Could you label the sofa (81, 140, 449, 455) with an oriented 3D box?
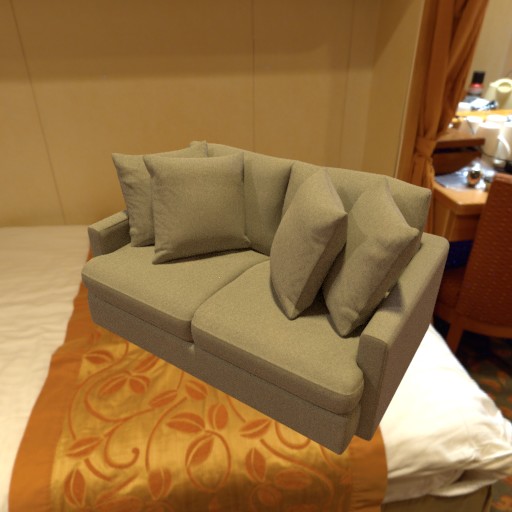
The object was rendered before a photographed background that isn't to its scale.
[{"bbox_3d":[0.000,0.000,2.580,1.869,1.080,1.228,19,35,29],"label":"sofa"}]
